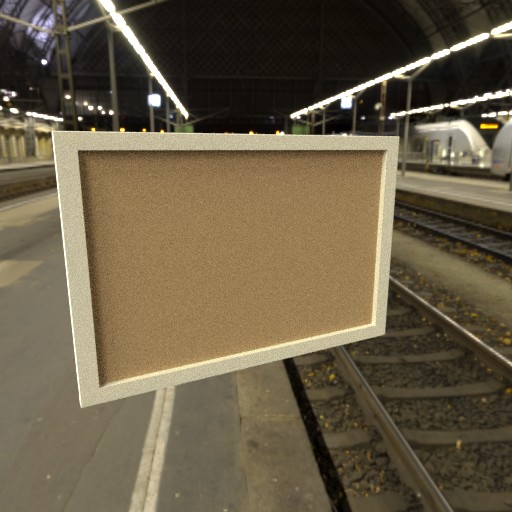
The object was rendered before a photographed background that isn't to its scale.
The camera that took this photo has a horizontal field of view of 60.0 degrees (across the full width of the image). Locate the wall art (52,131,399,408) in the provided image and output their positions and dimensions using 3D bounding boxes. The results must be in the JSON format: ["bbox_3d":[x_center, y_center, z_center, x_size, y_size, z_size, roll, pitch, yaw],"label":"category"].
[{"bbox_3d":[0.000,0.000,1.450,1.144,0.767,0.038,-7,15,-26],"label":"wall art"}]
